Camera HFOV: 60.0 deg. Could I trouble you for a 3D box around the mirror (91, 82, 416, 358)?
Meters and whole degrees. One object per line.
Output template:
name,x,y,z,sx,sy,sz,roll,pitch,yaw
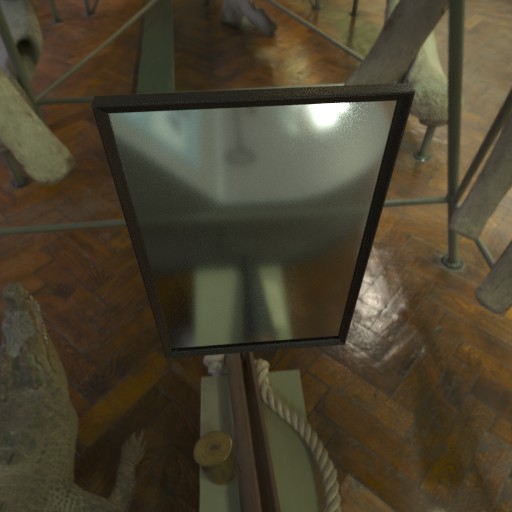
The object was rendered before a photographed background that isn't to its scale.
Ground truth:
mirror,0.000,0.000,1.179,0.609,0.915,0.041,-4,48,-3
